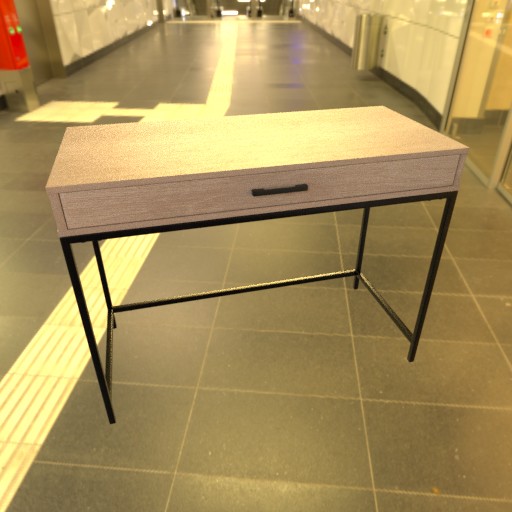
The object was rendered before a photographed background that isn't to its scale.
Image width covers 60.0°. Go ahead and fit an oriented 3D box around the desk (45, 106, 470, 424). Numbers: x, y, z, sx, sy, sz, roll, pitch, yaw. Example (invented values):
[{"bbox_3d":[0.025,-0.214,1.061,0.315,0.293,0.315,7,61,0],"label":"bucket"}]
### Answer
[{"bbox_3d":[0.000,0.000,1.409,1.016,0.762,0.470,-8,33,-12],"label":"desk"}]
